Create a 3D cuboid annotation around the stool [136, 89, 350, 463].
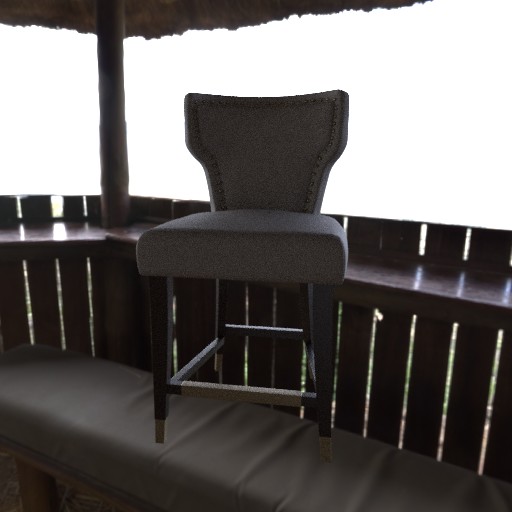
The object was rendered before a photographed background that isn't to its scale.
[{"bbox_3d":[0.000,0.000,1.333,0.527,0.982,0.563,2,13,10],"label":"stool"}]
